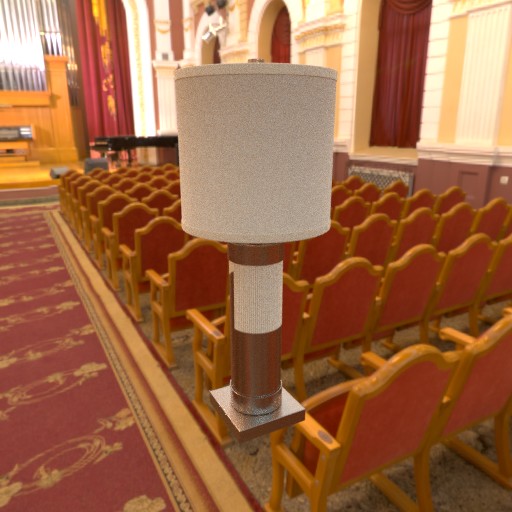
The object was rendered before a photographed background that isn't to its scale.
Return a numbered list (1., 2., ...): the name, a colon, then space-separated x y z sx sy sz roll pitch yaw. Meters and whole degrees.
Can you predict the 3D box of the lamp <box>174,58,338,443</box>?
1. lamp: 0.000 0.000 0.624 0.202 0.509 0.202 -9 19 -27
